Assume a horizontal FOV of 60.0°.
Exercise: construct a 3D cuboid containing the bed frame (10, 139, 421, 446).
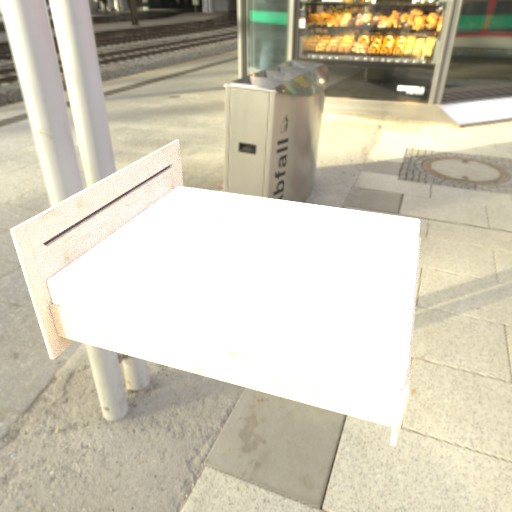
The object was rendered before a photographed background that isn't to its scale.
[{"bbox_3d":[0.000,0.000,2.963,2.080,0.900,1.800,10,32,17],"label":"bed frame"}]
